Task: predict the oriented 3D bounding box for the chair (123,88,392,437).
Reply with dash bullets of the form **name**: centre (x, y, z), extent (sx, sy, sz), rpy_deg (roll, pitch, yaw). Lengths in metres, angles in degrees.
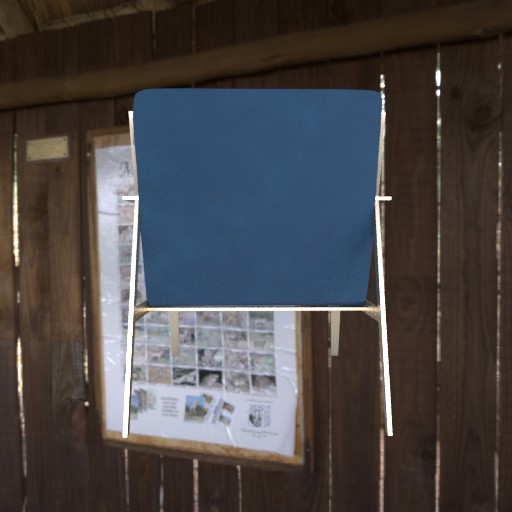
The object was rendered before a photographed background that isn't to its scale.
- **chair**: centre (0.000, 0.000, 1.455), extent (0.692, 0.831, 0.859), rpy_deg (0, 1, -1)
